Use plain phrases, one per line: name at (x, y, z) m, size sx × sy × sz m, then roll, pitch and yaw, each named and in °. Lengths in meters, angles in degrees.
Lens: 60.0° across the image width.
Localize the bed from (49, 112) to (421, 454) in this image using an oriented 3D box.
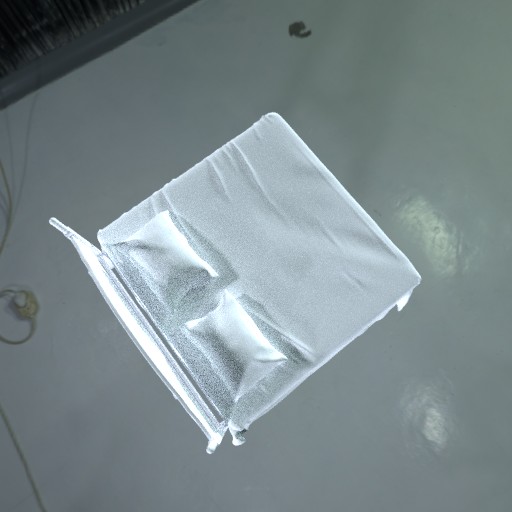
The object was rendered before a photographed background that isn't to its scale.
bed at (0.000, 0.000, 3.696) m, size 2.219 × 1.355 × 2.322 m, roll -37°, pitch 79°, yaw -9°
